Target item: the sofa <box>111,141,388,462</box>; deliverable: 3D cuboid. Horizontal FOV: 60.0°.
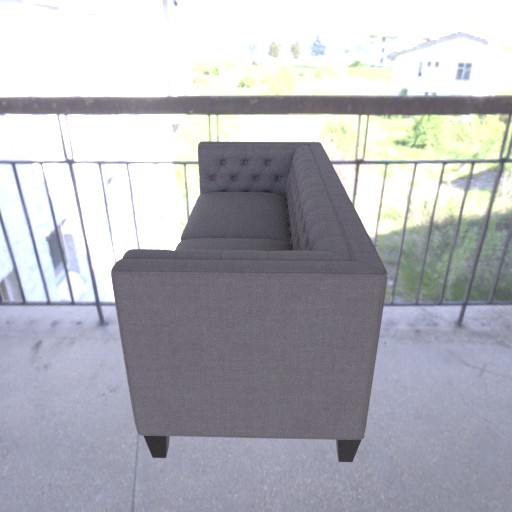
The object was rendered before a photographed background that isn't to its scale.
[{"bbox_3d":[0.000,0.000,2.171,0.775,0.762,1.778,1,26,1],"label":"sofa"}]
